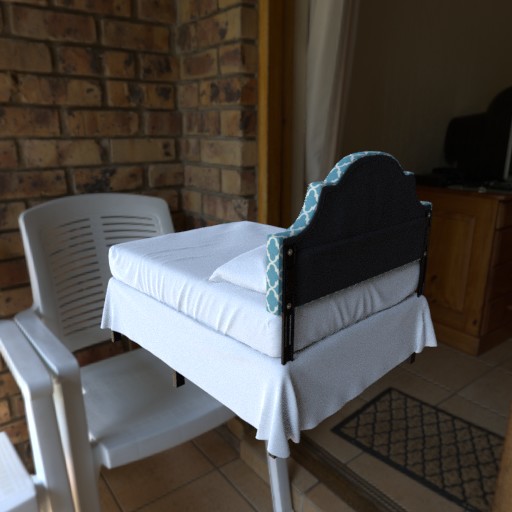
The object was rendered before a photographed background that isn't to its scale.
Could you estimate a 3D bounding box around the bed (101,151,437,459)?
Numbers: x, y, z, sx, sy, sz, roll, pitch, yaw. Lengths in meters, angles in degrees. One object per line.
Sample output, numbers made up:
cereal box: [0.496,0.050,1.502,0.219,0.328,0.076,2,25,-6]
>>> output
bed: [0.000,0.000,3.420,1.780,1.633,2.222,-14,21,-41]
